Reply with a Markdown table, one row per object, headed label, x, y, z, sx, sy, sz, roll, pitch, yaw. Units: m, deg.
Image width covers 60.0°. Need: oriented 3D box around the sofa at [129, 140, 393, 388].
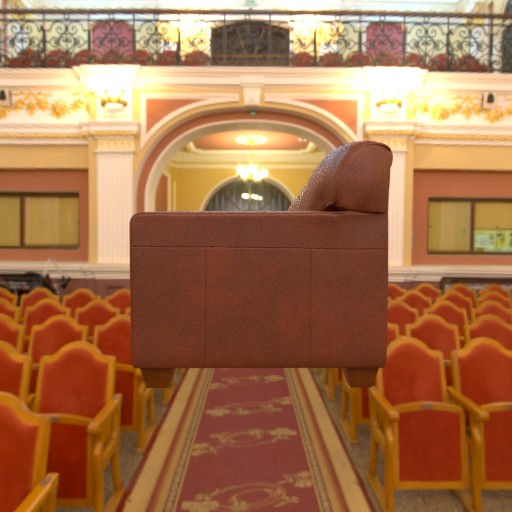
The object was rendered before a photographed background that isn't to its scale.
| label | x | y | z | sx | sy | sz | roll | pitch | yaw |
| --- | --- | --- | --- | --- | --- | --- | --- | --- | --- |
| sofa | 0.000 | 0.000 | 2.610 | 1.008 | 0.953 | 2.039 | 0 | 1 | 0 |
